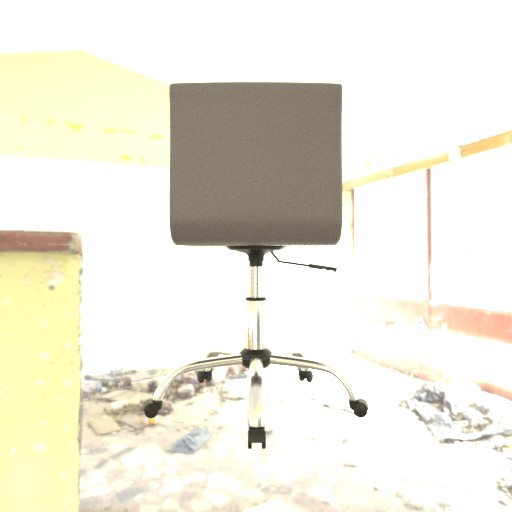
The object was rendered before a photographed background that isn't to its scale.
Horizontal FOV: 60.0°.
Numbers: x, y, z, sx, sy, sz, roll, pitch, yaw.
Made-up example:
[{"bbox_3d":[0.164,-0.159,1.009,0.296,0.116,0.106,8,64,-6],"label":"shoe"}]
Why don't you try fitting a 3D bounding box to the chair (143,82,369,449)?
[{"bbox_3d":[0.000,0.000,1.144,0.556,0.780,0.530,0,-1,0],"label":"chair"}]
